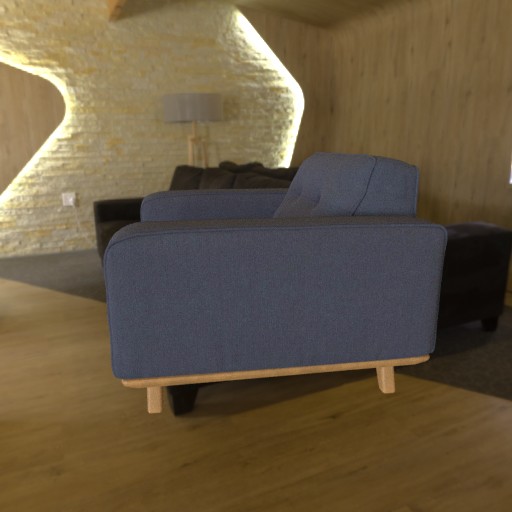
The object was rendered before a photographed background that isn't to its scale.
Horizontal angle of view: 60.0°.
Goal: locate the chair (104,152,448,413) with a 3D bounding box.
[{"bbox_3d":[0.000,0.000,1.731,0.953,0.783,1.118,-2,14,-8],"label":"chair"}]
